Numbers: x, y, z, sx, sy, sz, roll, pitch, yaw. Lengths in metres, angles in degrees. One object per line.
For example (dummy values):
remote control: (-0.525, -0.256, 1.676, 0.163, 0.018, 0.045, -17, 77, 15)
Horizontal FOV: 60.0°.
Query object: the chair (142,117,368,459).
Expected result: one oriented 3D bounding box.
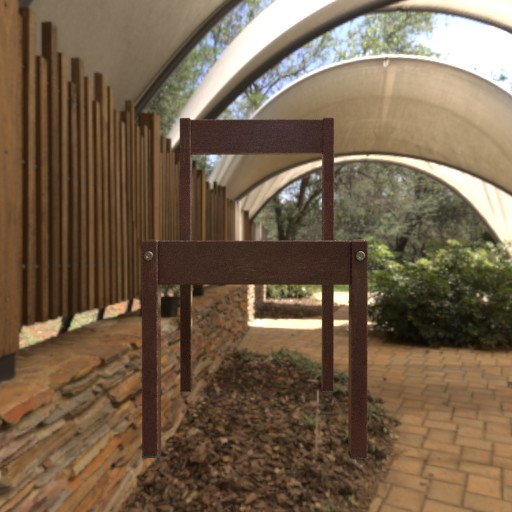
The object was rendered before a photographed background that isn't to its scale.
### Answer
chair: (0.000, 0.000, 0.693, 0.285, 0.505, 0.285, 0, 1, 1)
